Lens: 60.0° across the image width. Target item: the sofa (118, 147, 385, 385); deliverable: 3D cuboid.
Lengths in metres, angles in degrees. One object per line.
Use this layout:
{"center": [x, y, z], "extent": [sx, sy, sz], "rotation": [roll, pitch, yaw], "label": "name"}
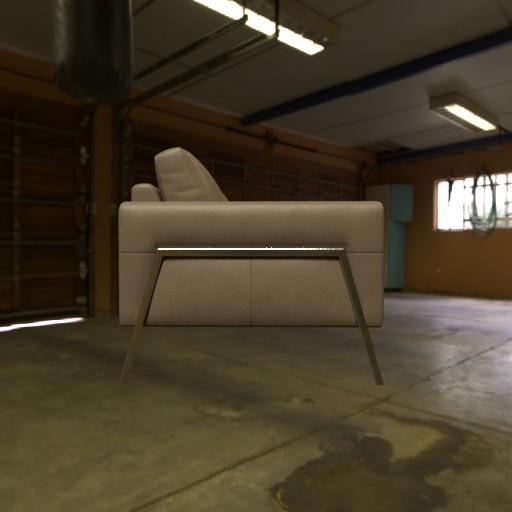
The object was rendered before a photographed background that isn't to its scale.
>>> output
{"center": [0.000, 0.000, 2.545], "extent": [0.953, 0.875, 2.017], "rotation": [0, 1, 1], "label": "sofa"}
